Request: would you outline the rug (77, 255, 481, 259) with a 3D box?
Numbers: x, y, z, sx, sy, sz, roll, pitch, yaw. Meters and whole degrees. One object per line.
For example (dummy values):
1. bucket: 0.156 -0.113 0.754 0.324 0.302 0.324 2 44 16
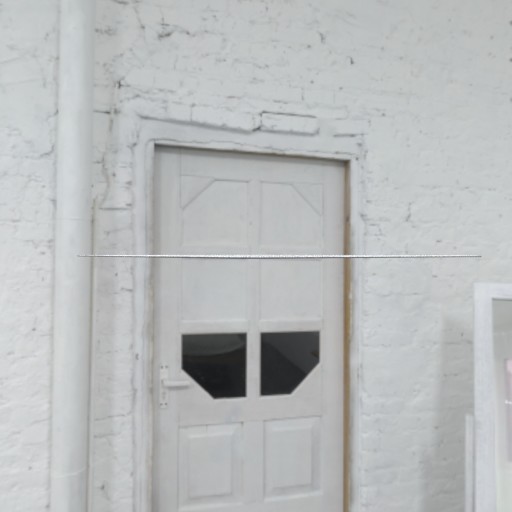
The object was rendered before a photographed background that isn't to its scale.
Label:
1. rug: 0.000 0.000 4.163 2.438 0.012 3.048 0 0 -37
